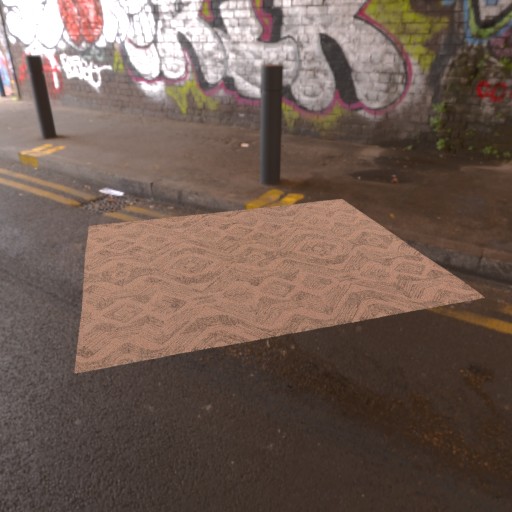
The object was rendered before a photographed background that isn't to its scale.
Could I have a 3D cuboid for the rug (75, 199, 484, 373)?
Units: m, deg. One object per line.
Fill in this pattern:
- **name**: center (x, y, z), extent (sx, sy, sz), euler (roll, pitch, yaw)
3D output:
- **rug**: center (0.000, 0.000, 4.141), extent (3.054, 0.030, 2.430), euler (-8, 28, -15)
